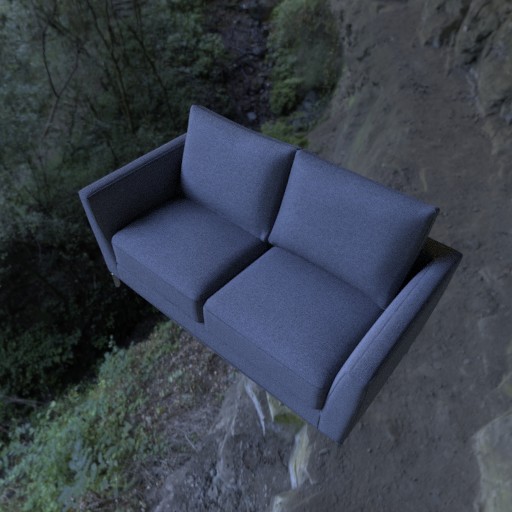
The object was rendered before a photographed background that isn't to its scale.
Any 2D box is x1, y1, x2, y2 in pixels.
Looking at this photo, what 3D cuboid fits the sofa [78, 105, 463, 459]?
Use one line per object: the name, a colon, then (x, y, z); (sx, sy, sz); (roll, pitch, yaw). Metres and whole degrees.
sofa: (0.000, 0.000, 2.138); (1.594, 0.924, 0.803); (31, 53, 27)
